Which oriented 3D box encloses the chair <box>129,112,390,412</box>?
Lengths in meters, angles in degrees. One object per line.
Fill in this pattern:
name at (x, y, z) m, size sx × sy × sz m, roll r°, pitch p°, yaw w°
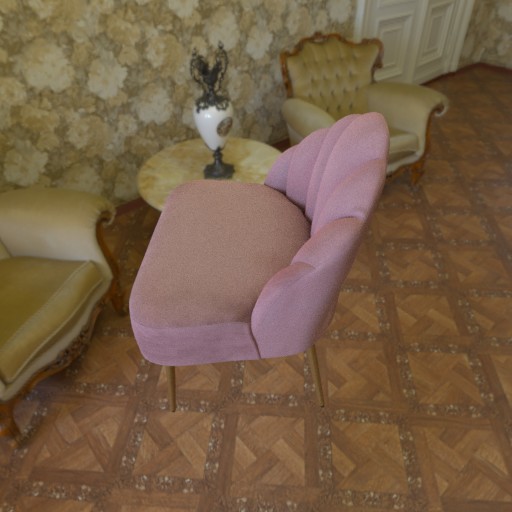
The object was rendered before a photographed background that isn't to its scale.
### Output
chair at (0.000, 0.000, 1.266) m, size 0.599 × 0.819 × 0.657 m, roll 2°, pitch 39°, yaw 2°
